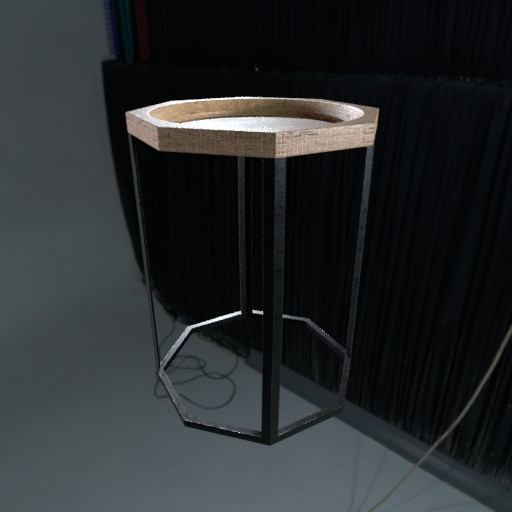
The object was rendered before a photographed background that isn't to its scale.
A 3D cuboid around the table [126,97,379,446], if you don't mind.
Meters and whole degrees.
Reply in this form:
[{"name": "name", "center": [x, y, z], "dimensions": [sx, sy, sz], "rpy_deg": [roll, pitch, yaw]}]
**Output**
[{"name": "table", "center": [0.000, 0.000, 0.878], "dimensions": [0.437, 0.553, 0.437], "rpy_deg": [19, 31, 34]}]
